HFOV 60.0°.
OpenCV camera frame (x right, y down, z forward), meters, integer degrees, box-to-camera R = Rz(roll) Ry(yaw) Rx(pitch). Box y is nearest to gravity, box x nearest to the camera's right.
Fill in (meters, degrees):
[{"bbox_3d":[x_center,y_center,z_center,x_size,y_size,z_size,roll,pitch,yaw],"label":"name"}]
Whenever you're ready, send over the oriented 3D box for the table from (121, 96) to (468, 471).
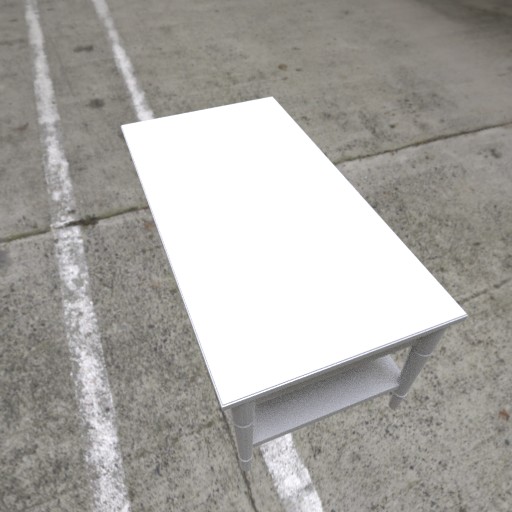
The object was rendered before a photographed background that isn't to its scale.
[{"bbox_3d":[0.000,0.000,1.388,0.559,0.457,1.067,-16,48,-15],"label":"table"}]
